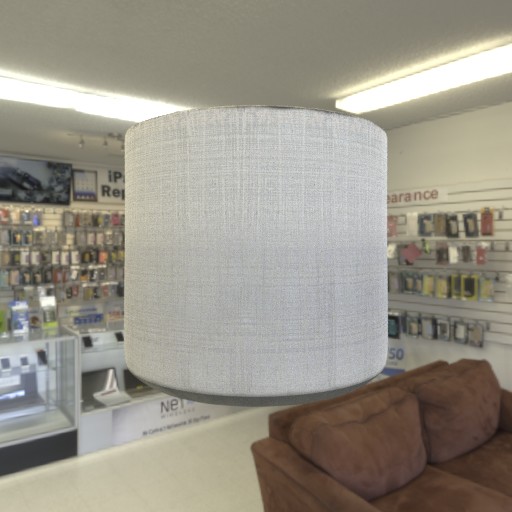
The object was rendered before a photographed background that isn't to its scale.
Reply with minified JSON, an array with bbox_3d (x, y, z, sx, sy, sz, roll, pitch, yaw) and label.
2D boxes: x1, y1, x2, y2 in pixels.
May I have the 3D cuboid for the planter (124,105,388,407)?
[{"bbox_3d":[0.000,0.000,0.394,0.226,0.201,0.226,0,2,0],"label":"planter"}]
